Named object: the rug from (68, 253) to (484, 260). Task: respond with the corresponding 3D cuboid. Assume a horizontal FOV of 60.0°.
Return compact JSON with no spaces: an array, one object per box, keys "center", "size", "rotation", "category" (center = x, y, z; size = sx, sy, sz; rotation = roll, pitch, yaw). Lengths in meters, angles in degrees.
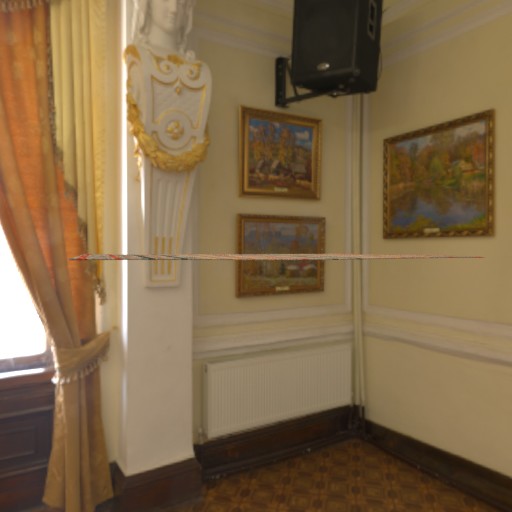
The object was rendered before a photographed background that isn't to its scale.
[{"center":[0.000,0.000,4.048],"size":[3.029,0.022,2.263],"rotation":[0,1,-19],"category":"rug"}]
